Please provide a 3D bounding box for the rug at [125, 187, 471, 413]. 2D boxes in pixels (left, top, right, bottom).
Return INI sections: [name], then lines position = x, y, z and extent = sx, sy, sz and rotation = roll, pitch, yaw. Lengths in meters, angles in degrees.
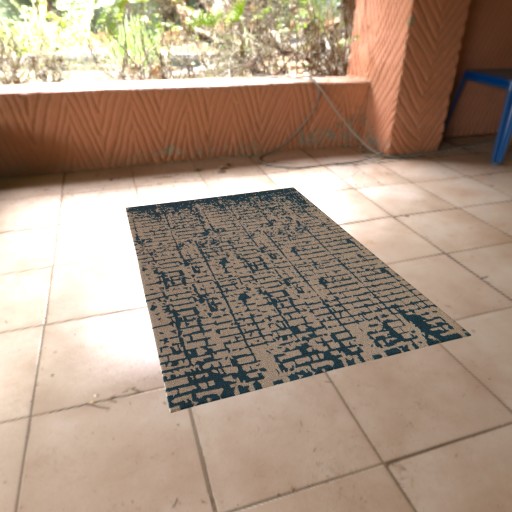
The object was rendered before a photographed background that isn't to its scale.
[rug]
position = 0.000, 0.000, 2.379
extent = 1.220, 0.007, 1.828
rotation = -9, 30, -17
